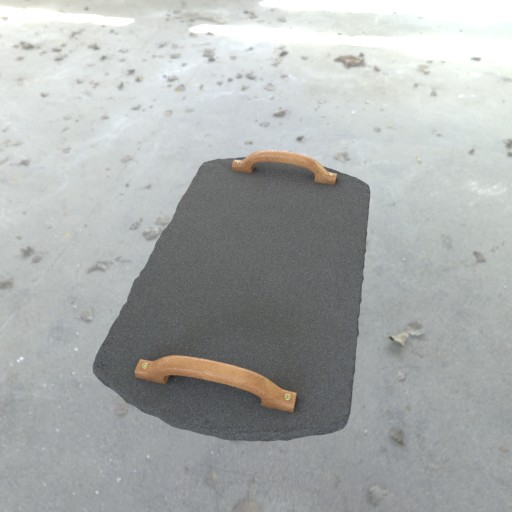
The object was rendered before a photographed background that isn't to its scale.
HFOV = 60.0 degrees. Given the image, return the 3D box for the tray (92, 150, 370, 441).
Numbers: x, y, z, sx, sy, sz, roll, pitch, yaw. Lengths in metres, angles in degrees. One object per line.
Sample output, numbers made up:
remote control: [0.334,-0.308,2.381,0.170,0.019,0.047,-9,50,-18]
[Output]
tray: [0.000,0.000,0.476,0.231,0.062,0.387,10,47,9]
